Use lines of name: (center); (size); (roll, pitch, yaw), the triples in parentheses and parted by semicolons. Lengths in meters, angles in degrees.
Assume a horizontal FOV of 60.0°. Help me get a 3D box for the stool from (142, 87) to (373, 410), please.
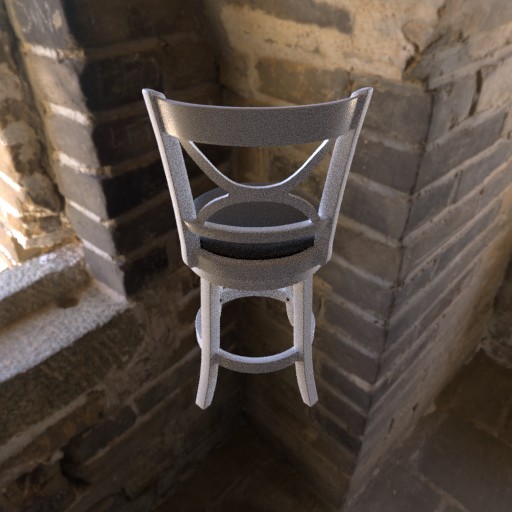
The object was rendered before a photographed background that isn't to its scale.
stool: (0.000, 0.000, 1.230); (0.444, 0.953, 0.508); (-1, 33, -2)
